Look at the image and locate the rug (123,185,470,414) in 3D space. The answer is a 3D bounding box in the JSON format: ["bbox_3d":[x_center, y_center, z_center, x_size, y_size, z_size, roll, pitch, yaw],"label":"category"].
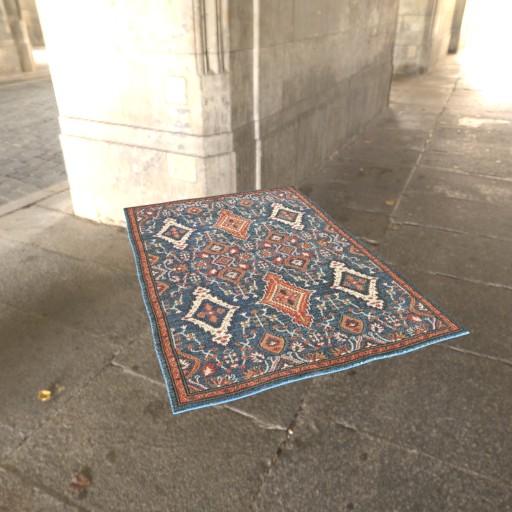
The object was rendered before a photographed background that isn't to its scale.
[{"bbox_3d":[0.000,0.000,3.109,1.622,0.009,2.373,-10,31,-17],"label":"rug"}]
